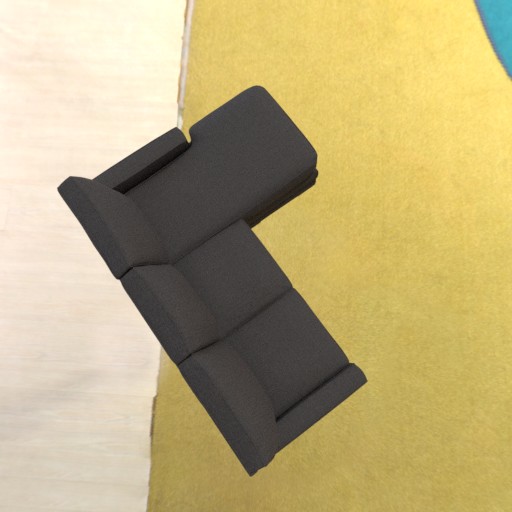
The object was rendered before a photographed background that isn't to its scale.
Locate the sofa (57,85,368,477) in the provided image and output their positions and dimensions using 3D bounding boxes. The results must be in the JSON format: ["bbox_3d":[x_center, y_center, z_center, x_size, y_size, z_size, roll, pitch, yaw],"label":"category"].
[{"bbox_3d":[0.000,0.000,3.329,1.790,0.973,2.370,-35,79,-8],"label":"sofa"}]
